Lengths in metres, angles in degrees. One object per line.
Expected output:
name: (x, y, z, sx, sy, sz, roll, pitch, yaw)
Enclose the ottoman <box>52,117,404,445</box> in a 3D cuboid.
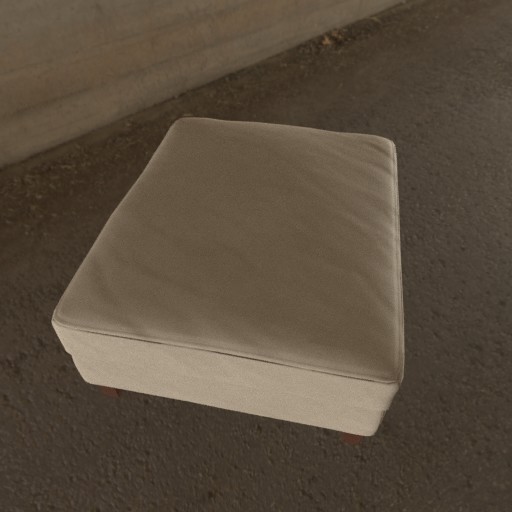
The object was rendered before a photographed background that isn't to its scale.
ottoman: (0.000, 0.000, 1.446, 0.836, 0.492, 1.002, 8, 46, 8)
